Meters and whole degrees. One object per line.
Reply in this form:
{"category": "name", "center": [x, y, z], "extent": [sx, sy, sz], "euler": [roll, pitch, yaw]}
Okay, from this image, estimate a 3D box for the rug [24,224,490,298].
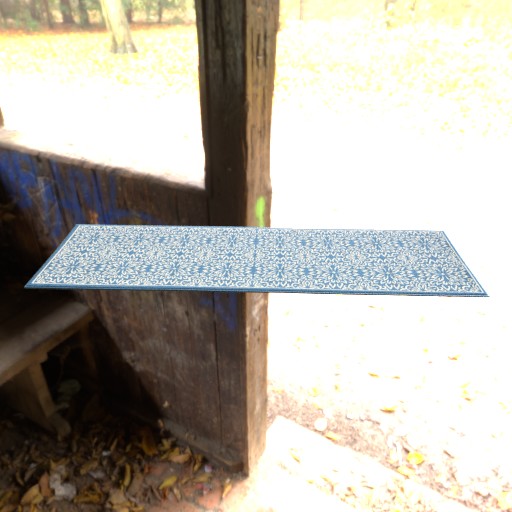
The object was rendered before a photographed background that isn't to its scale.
{"category": "rug", "center": [0.000, 0.000, 2.364], "extent": [2.196, 0.011, 0.662], "euler": [1, 31, 2]}
